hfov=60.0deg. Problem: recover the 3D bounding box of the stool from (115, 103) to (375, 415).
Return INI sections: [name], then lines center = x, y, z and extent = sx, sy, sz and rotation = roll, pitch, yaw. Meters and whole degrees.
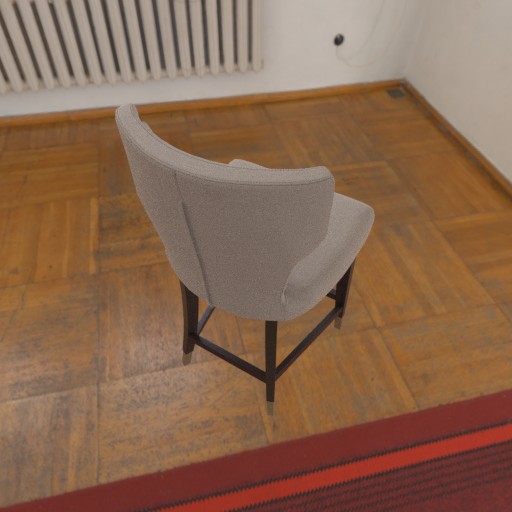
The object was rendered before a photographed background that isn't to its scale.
[stool]
center = 0.000, 0.000, 1.325
extent = 0.527, 0.982, 0.563
rotation = 24, 51, 21
